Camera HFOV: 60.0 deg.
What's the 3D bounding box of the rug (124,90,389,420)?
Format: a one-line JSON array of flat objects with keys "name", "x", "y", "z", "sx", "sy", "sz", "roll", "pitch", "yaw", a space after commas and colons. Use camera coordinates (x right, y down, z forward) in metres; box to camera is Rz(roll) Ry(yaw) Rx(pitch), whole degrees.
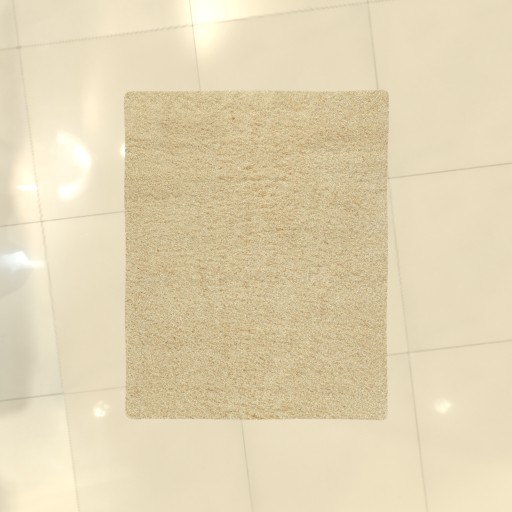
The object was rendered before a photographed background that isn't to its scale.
[{"name": "rug", "x": 0.000, "y": 0.000, "z": 4.046, "sx": 2.401, "sy": 0.025, "sz": 3.001, "roll": 0, "pitch": 91, "yaw": 1}]
